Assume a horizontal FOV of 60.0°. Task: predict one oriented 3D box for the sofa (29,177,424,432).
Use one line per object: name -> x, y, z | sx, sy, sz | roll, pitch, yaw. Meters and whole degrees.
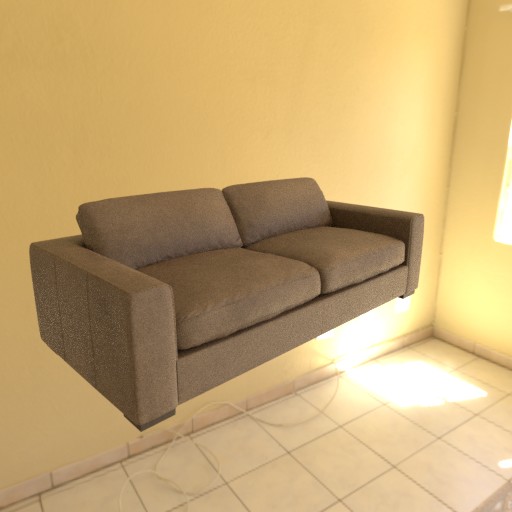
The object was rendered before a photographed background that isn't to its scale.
sofa -> 0.000, 0.000, 2.703 | 2.262, 0.801, 1.070 | -15, 21, -42
